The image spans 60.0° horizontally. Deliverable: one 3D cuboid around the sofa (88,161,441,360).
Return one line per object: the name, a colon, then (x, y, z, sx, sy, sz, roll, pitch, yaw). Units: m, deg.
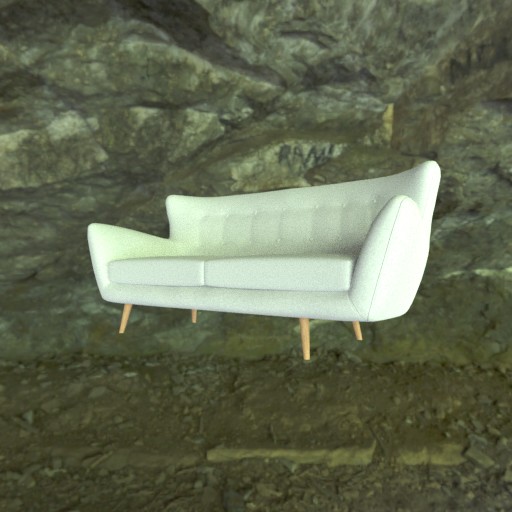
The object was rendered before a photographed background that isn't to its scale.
sofa: (0.000, 0.000, 2.446, 1.930, 0.890, 0.899, -1, -1, 36)
